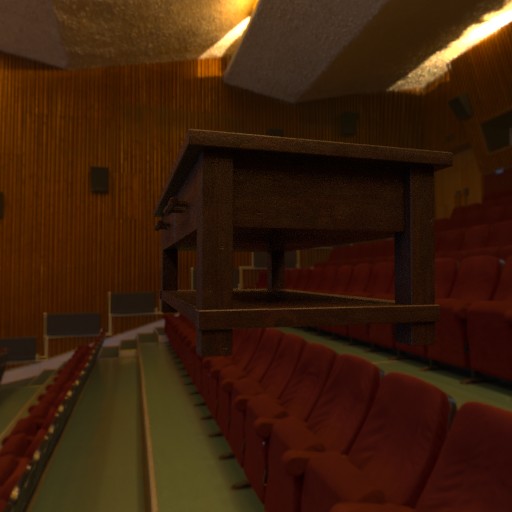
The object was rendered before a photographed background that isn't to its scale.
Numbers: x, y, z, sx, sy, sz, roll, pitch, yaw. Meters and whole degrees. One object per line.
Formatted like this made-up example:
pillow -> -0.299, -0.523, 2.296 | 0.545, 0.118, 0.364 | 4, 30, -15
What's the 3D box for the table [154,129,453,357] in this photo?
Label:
table -> 0.000, 0.000, 1.641 | 0.700, 0.494, 1.270 | 1, -2, -16
